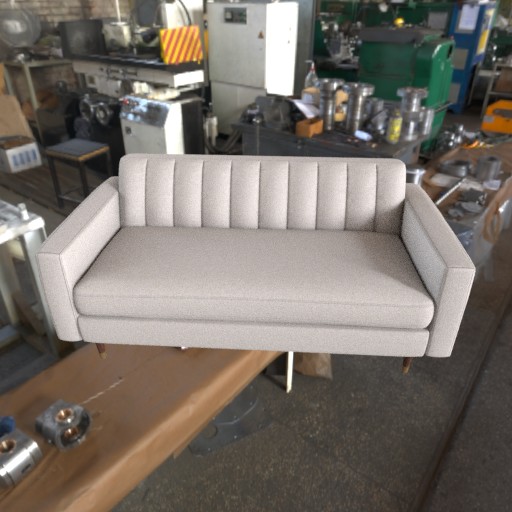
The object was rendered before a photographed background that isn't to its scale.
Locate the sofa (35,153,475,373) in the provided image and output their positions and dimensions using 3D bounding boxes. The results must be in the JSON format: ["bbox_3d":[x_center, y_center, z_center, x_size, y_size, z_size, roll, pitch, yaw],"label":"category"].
[{"bbox_3d":[0.000,0.000,2.370,1.895,0.814,0.969,2,31,3],"label":"sofa"}]
